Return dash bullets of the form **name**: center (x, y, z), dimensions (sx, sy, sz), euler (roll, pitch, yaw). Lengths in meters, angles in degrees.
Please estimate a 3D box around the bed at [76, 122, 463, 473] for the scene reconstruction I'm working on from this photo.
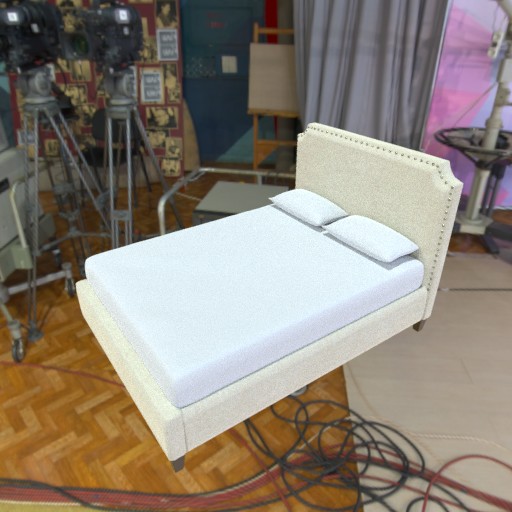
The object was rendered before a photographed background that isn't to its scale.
- **bed**: center (0.000, 0.000, 3.426), dimensions (2.381, 1.457, 1.713), euler (-19, 35, -30)
